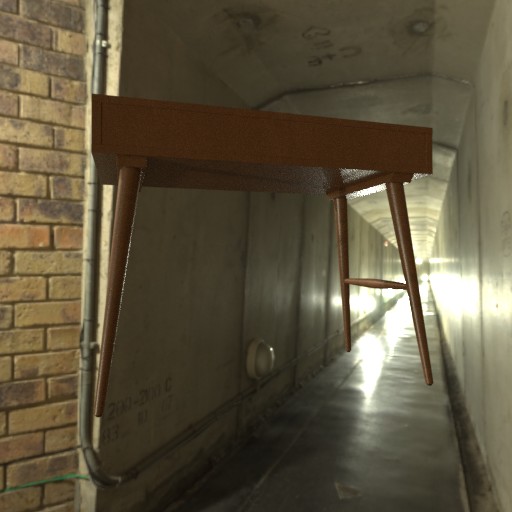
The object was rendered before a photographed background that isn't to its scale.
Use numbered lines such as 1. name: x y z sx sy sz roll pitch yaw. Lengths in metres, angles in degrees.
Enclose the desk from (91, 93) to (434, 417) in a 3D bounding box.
1. desk: 0.000 0.000 1.403 0.949 0.758 0.510 0 -1 -17
